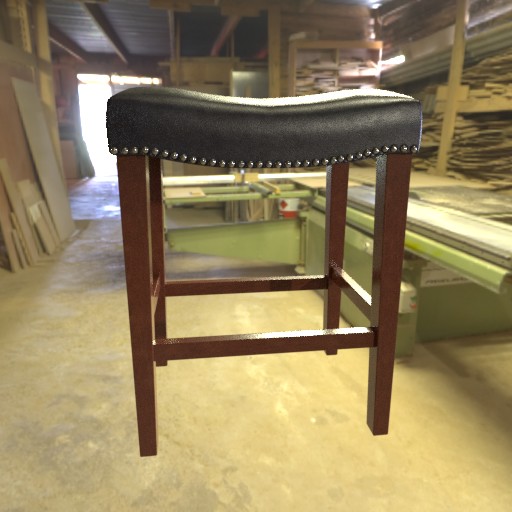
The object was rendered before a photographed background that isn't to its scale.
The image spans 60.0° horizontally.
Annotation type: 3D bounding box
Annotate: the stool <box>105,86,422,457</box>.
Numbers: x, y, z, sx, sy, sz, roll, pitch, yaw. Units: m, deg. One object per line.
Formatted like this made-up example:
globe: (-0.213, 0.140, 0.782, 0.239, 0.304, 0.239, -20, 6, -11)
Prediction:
stool: (0.000, 0.000, 0.930, 0.504, 0.654, 0.372, -2, 16, -7)
